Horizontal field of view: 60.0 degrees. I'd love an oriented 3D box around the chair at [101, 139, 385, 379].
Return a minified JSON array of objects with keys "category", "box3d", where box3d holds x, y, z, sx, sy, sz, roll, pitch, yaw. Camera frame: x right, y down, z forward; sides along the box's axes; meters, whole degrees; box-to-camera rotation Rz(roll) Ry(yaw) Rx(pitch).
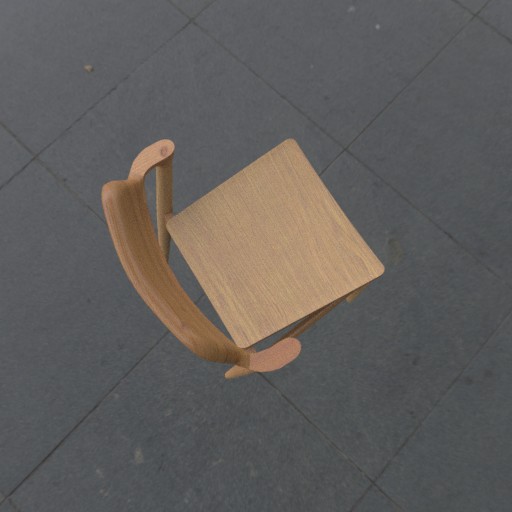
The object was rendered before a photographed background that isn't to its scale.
[{"category":"chair","box3d":[0.000,0.000,1.134,0.499,0.792,0.512,-31,79,-7]}]
